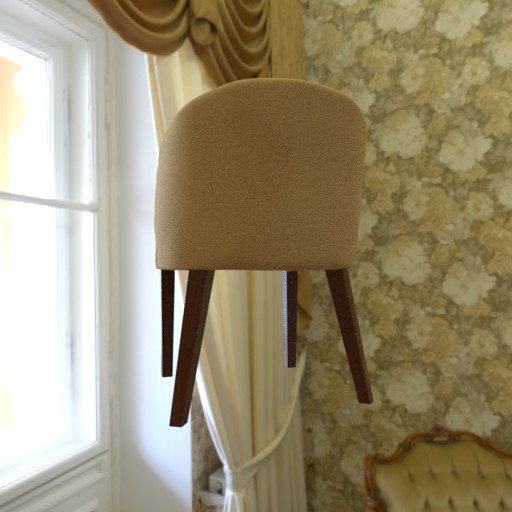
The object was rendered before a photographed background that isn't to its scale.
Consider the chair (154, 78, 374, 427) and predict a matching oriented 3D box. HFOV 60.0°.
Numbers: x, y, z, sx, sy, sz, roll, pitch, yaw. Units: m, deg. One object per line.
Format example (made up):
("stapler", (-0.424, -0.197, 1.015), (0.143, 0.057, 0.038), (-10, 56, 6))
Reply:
("chair", (0.000, 0.000, 1.310), (0.583, 0.811, 0.655), (0, -1, -18))
